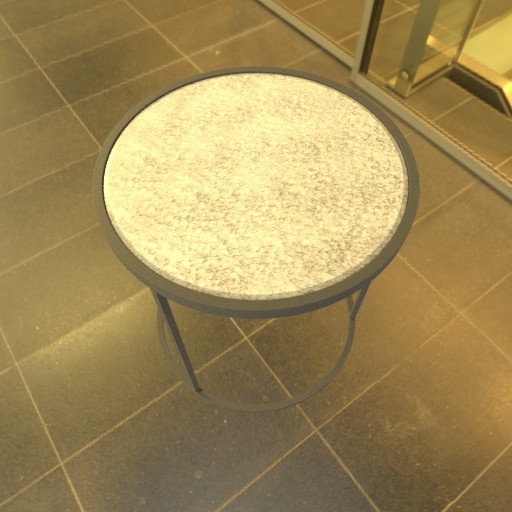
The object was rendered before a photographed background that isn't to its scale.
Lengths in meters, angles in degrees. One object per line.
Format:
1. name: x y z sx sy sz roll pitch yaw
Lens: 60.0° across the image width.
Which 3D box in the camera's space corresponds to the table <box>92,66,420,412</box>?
1. table: 0.000 0.000 0.857 0.470 0.498 0.470 0 57 0
